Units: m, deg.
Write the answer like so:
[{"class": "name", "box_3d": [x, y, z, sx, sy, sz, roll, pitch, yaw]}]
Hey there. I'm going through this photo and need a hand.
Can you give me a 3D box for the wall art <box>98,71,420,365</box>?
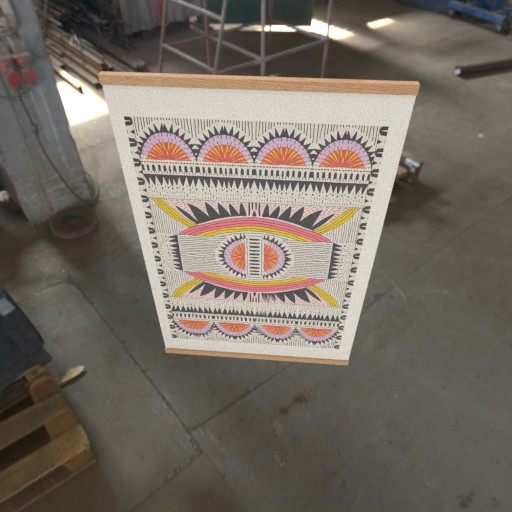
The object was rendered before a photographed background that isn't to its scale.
[{"class": "wall art", "box_3d": [0.000, 0.000, 1.910, 0.999, 1.533, 0.028, 3, 44, 3]}]
